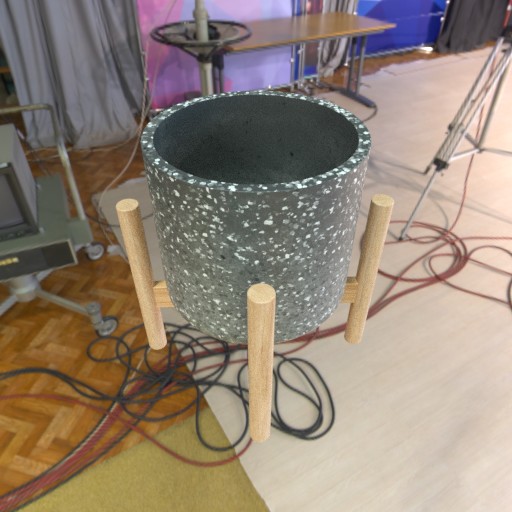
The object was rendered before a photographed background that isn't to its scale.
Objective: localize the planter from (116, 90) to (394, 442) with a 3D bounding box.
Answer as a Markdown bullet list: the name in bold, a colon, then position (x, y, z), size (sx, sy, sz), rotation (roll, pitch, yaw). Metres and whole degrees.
- **planter**: position (0.000, 0.000, 0.538), size (0.284, 0.320, 0.284), rotation (14, 42, 16)
